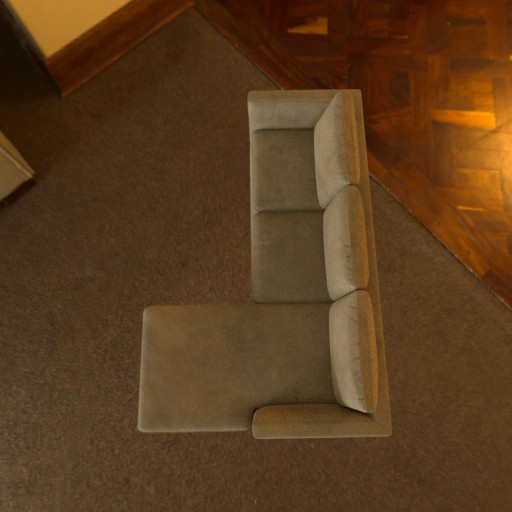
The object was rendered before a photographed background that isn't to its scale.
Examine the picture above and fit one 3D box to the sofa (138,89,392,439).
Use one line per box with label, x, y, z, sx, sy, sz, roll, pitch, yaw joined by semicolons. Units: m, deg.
sofa;0.000;0.000;3.243;1.622;0.987;2.438;-1;75;0
